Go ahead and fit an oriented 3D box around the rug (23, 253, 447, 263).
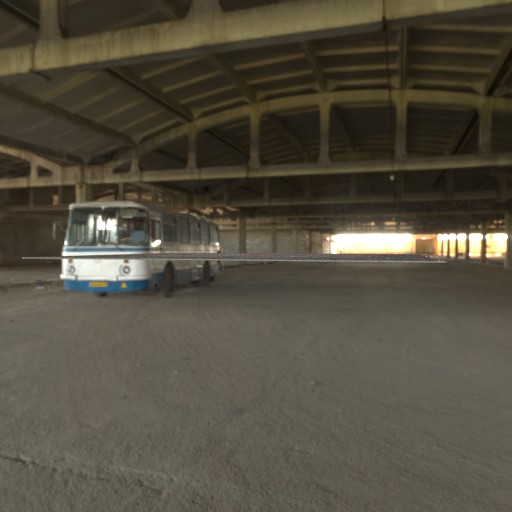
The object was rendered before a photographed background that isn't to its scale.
[{"bbox_3d":[0.000,0.000,4.152,3.057,0.013,2.434,0,1,17],"label":"rug"}]
